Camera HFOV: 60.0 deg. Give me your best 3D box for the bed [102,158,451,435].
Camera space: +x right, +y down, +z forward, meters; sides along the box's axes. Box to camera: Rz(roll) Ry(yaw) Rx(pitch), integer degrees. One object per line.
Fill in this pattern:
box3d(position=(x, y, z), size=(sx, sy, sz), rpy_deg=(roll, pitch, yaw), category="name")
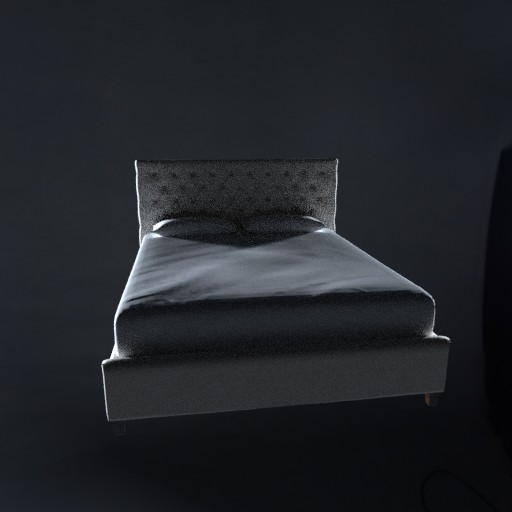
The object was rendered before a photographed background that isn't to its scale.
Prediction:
box3d(position=(0.000, 0.000, 3.603), size=(2.078, 1.427, 2.387), rpy_deg=(-2, 15, -8), category="bed")
